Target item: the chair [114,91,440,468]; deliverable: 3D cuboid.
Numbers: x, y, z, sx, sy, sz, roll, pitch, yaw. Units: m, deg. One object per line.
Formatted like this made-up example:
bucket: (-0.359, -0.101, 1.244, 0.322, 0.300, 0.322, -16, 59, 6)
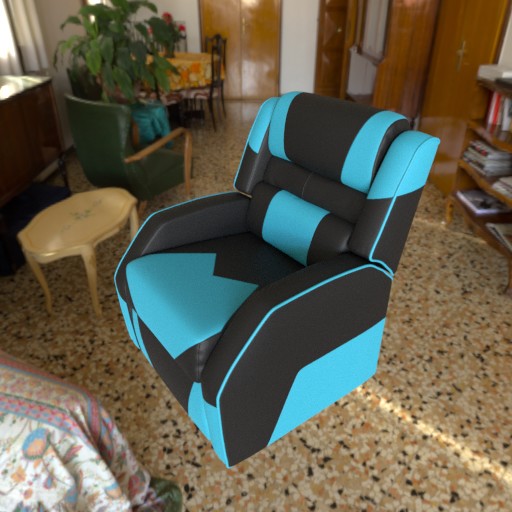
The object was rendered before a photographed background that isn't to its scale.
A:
chair: (0.000, 0.000, 1.289, 0.672, 0.805, 0.620, -21, 36, -31)
